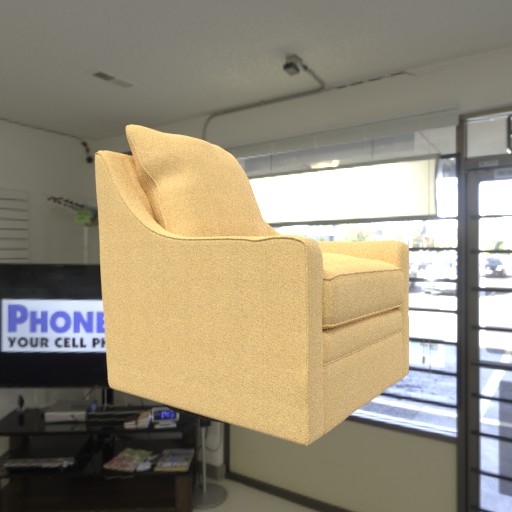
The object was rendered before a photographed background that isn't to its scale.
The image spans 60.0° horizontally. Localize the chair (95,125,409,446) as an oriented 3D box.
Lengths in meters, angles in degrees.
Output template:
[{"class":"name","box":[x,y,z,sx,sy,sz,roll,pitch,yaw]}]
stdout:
[{"class":"chair","box":[0.000,0.000,1.572,0.876,0.927,0.760,0,1,36]}]
